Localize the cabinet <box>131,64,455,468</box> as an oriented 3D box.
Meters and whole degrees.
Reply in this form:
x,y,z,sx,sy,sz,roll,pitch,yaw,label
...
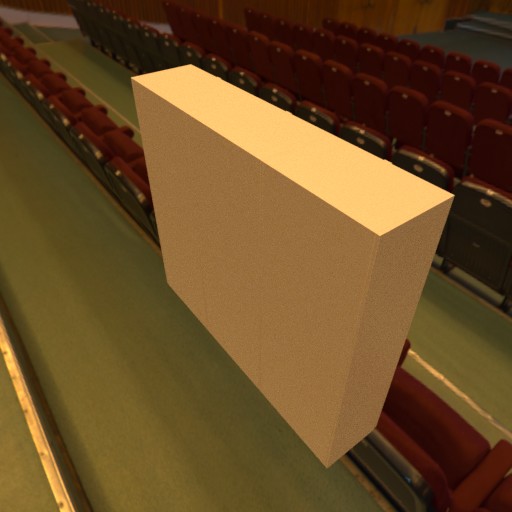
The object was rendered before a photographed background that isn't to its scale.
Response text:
x,y,z,sx,sy,sz,roll,pitch,yaw,label
0.000,0.000,3.773,0.590,2.370,2.700,-26,47,-27,cabinet
